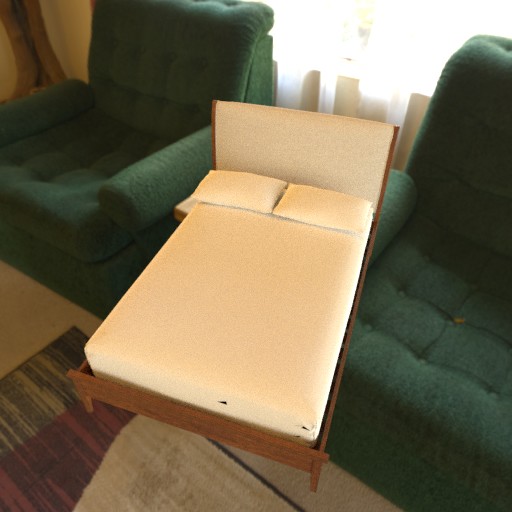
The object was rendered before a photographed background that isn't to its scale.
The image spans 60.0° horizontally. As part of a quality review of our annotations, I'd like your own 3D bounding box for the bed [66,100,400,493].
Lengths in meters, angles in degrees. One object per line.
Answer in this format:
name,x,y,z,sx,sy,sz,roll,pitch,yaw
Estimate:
bed,0.000,0.000,3.200,1.612,1.250,2.380,13,43,14
